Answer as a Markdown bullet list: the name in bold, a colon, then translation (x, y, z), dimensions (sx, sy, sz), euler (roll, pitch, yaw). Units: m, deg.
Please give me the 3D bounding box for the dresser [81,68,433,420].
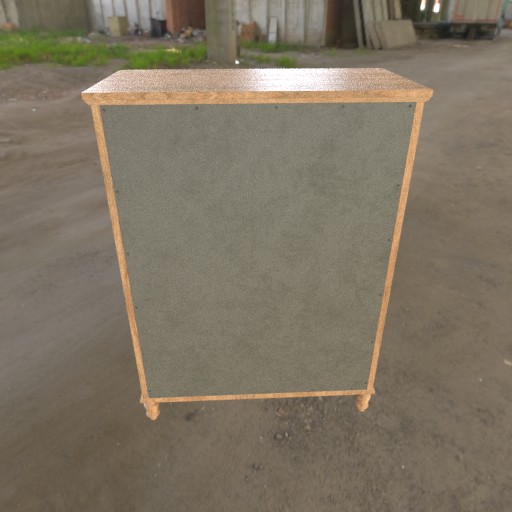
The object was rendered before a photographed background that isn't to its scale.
- **dresser**: translation (0.000, 0.000, 1.756), dimensions (0.973, 1.318, 0.484), euler (-1, 30, -3)
